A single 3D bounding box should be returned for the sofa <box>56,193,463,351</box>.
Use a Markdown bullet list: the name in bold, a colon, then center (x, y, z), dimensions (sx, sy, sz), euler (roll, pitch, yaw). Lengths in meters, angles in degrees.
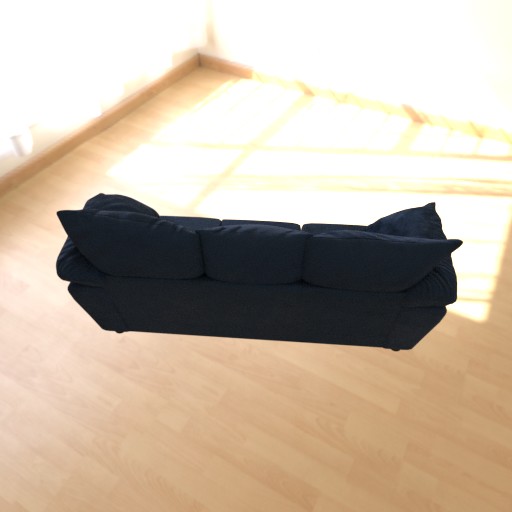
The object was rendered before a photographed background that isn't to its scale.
- **sofa**: center (0.000, 0.000, 2.906), dimensions (2.390, 1.091, 0.907), euler (3, 47, 3)
